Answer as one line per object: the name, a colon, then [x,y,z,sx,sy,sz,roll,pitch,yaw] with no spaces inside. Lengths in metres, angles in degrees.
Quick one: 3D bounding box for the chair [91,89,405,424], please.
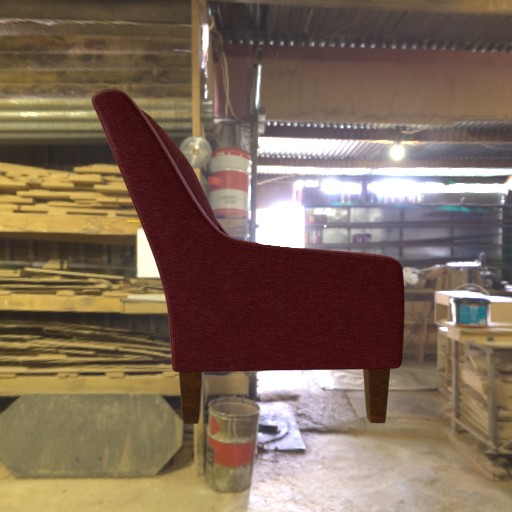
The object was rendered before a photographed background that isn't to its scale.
chair: [0.000,0.000,1.699,0.985,1.017,0.793,0,1,0]
